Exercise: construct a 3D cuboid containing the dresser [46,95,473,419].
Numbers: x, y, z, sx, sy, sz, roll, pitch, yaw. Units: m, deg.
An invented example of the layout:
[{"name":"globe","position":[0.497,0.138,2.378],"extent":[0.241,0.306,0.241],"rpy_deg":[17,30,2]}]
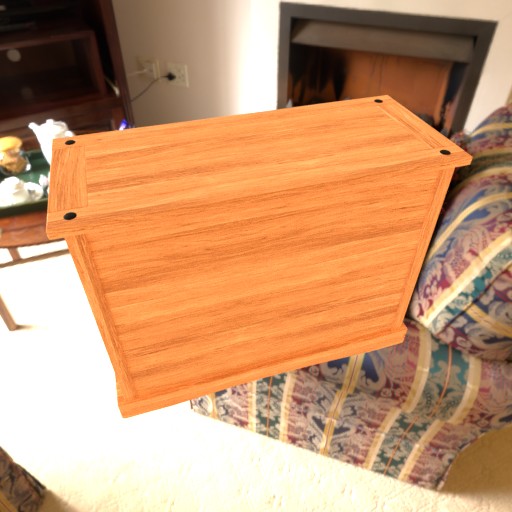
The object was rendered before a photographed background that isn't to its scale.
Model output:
[{"name":"dresser","position":[0.000,0.000,1.367],"extent":[0.990,0.740,0.410],"rpy_deg":[-12,43,-13]}]
